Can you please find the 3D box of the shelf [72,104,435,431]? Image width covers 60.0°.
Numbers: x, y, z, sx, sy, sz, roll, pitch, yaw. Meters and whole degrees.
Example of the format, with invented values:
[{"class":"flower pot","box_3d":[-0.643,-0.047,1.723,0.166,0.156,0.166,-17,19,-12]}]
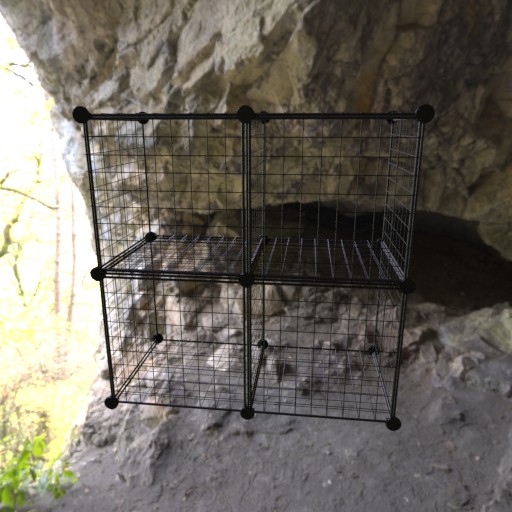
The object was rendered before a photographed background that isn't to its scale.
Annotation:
[{"class":"shelf","box_3d":[0.000,0.000,1.127,0.711,0.711,0.356,2,16,7]}]
